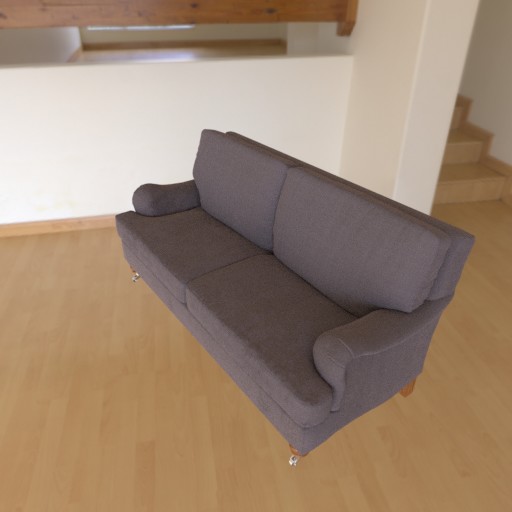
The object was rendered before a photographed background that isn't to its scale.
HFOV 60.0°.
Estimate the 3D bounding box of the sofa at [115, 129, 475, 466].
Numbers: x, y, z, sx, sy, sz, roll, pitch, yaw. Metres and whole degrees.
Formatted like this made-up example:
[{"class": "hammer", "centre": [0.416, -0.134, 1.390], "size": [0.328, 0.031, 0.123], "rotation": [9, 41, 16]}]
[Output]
[{"class": "sofa", "centre": [0.000, 0.000, 2.776], "size": [1.086, 1.087, 2.165], "rotation": [-21, 38, -30]}]
